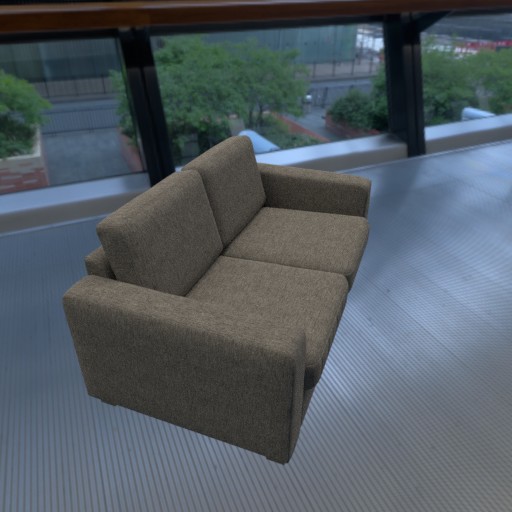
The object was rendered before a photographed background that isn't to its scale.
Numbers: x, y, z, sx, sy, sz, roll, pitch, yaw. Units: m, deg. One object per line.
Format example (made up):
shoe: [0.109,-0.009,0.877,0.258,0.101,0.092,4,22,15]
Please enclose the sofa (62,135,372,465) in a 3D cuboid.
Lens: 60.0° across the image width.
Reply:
sofa: [0.000,0.000,2.075,0.900,0.800,1.520,11,33,18]
